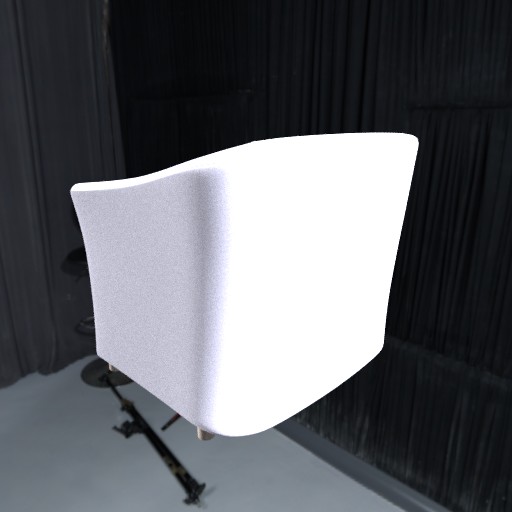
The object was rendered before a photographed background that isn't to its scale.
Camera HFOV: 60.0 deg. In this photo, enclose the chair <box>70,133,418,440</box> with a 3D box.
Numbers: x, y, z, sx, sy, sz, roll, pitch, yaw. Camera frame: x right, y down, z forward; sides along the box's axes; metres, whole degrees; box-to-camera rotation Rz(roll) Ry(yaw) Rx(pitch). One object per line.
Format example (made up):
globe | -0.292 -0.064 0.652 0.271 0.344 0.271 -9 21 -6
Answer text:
chair | 0.000 0.000 1.331 0.700 0.720 0.790 16 23 42
